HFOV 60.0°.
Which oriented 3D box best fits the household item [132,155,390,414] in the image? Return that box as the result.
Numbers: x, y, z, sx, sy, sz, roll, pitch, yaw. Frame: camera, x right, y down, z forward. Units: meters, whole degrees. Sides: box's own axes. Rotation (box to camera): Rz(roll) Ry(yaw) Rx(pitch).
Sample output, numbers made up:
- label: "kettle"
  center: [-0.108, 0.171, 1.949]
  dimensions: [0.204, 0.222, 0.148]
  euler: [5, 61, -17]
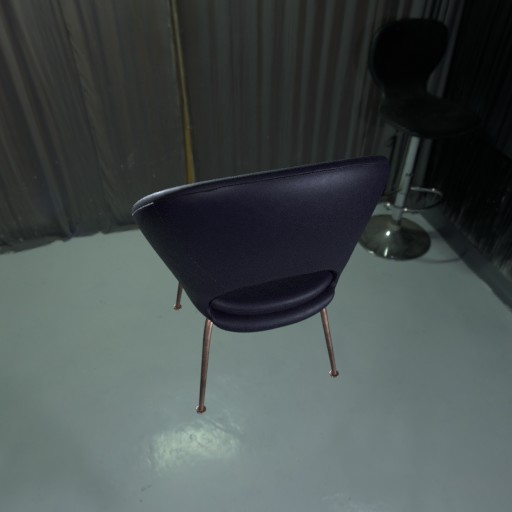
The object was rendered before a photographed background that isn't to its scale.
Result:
- label: "household item"
  center: [0.000, 0.000, 1.271]
  dimensions: [0.623, 0.852, 0.573]
  euler: [-11, 42, -13]
